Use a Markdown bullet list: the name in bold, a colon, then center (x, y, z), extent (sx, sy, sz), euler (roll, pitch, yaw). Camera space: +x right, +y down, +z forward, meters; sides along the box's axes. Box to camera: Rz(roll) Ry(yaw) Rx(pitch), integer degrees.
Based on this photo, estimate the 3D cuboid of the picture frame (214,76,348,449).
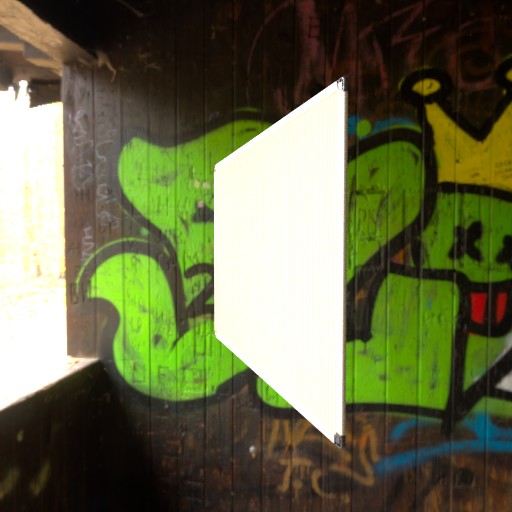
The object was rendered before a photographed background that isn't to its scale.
- **picture frame**: center (0.000, 0.000, 1.132), extent (0.010, 0.600, 0.900), euler (-1, 2, -18)
